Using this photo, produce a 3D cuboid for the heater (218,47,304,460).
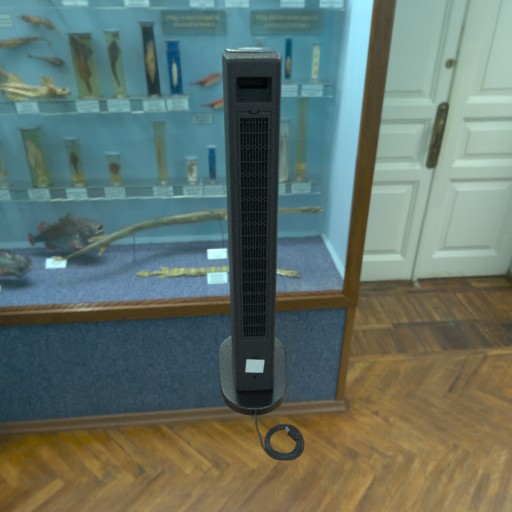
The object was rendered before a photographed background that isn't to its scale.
[{"bbox_3d":[0.000,0.000,1.027,0.214,0.856,0.458,-1,29,-3],"label":"heater"}]
